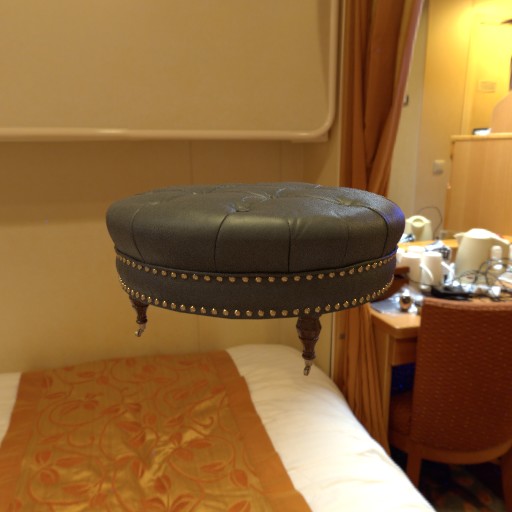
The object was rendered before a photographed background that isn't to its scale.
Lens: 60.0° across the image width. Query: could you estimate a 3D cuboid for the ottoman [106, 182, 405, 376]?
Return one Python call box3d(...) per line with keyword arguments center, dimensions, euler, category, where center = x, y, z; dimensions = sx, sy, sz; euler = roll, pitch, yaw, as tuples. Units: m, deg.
box3d(center=(0.000, 0.000, 1.417), dimensions=(0.901, 0.439, 0.901), euler=(0, 14, 0), category="ottoman")
